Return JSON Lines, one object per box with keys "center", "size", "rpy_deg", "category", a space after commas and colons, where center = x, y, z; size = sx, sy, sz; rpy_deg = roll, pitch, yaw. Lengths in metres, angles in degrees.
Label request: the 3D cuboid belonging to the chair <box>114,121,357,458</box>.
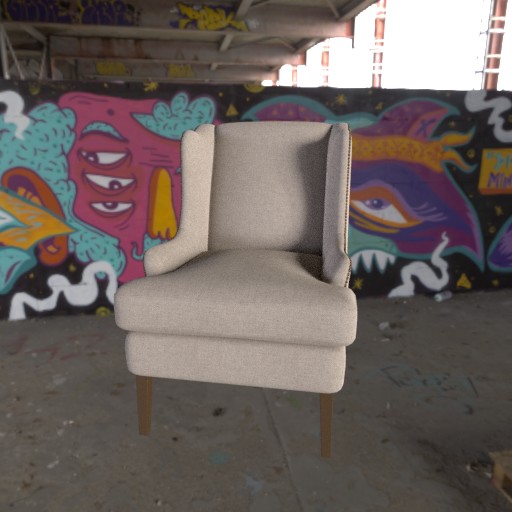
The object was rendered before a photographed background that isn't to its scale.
{"center": [0.000, 0.000, 1.703], "size": [0.737, 1.029, 0.940], "rpy_deg": [3, 14, 10], "category": "chair"}
